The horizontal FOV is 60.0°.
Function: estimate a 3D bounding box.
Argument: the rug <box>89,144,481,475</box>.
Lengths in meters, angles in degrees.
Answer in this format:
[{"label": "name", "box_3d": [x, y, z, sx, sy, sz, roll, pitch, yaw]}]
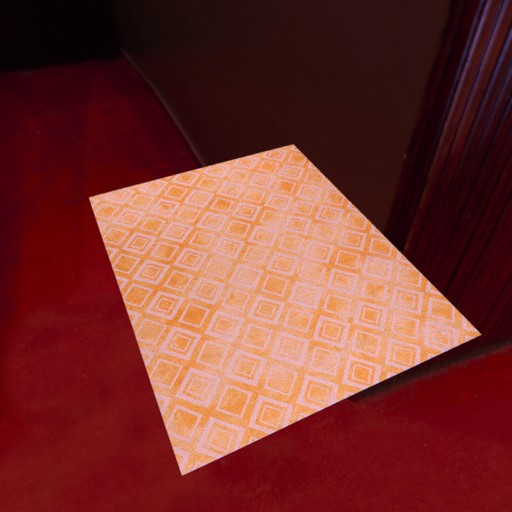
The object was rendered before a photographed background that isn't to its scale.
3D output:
[{"label": "rug", "box_3d": [0.000, 0.000, 4.039, 2.433, 0.011, 3.037, -19, 48, -17]}]
